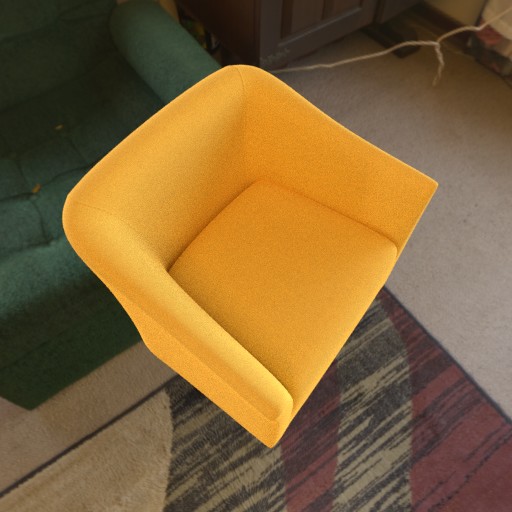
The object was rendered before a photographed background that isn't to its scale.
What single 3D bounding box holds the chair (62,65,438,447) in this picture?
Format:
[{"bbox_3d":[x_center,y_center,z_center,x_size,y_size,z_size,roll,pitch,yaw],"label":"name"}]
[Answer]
[{"bbox_3d":[0.000,0.000,1.347,0.700,0.720,0.790,33,64,18],"label":"chair"}]
